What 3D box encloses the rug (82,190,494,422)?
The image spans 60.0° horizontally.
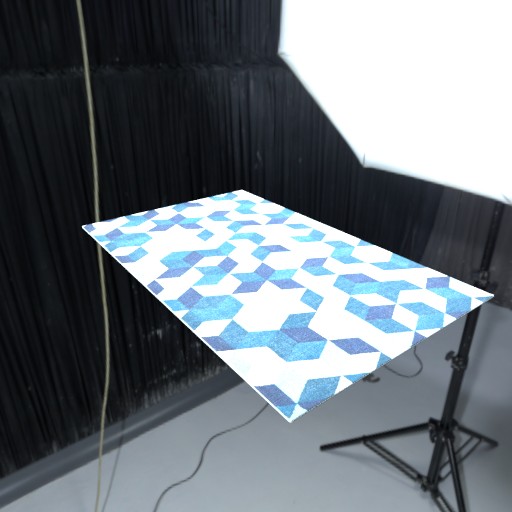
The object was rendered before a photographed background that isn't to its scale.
[{"bbox_3d":[0.000,0.000,2.955,1.518,0.015,2.438,-18,31,-33],"label":"rug"}]
